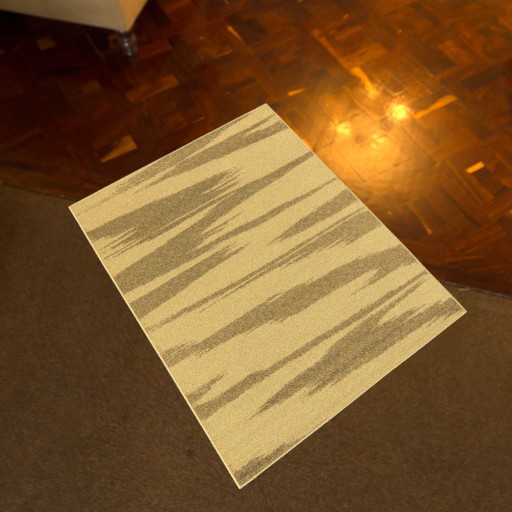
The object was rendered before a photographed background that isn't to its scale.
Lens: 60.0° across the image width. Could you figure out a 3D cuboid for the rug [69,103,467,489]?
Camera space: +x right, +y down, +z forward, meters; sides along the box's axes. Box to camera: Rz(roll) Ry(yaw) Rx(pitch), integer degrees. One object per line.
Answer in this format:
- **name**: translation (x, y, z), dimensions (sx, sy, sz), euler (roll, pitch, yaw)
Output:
- **rug**: translation (0.000, 0.000, 4.028), dimensions (2.353, 0.014, 2.945), euler (-32, 68, -15)
